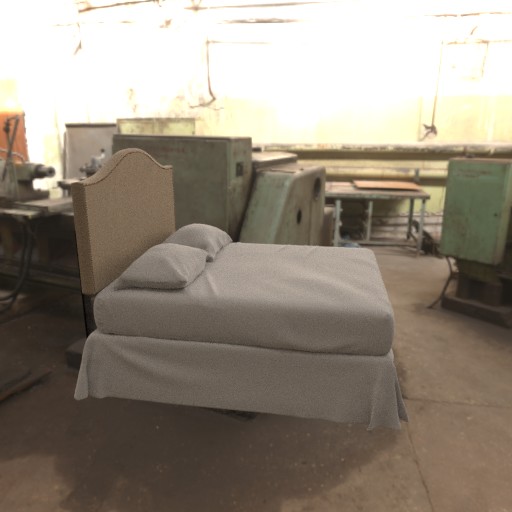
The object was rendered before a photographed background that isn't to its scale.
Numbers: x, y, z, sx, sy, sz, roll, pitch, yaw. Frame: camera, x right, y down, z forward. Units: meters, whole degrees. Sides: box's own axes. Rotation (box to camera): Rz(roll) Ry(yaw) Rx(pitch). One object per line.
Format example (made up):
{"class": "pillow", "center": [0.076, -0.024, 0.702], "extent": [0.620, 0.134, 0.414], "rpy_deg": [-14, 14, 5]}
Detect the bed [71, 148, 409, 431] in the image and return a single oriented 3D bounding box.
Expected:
{"class": "bed", "center": [0.000, 0.000, 3.502], "extent": [2.221, 1.645, 1.876], "rpy_deg": [3, 16, 10]}
